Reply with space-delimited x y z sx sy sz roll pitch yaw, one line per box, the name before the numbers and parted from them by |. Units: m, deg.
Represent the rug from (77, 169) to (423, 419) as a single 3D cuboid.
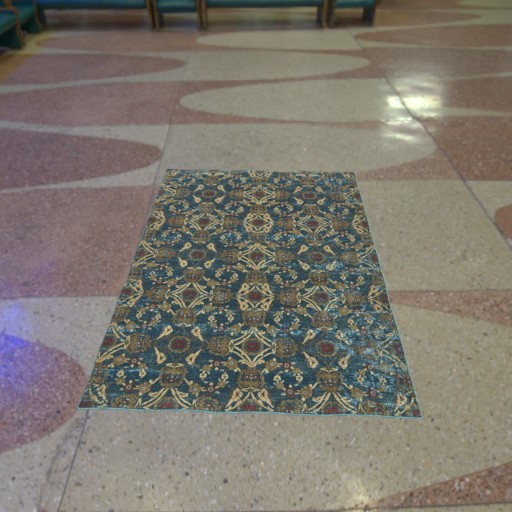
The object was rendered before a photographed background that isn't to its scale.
rug | 0.000 0.000 2.844 1.567 0.014 2.207 1 40 1
